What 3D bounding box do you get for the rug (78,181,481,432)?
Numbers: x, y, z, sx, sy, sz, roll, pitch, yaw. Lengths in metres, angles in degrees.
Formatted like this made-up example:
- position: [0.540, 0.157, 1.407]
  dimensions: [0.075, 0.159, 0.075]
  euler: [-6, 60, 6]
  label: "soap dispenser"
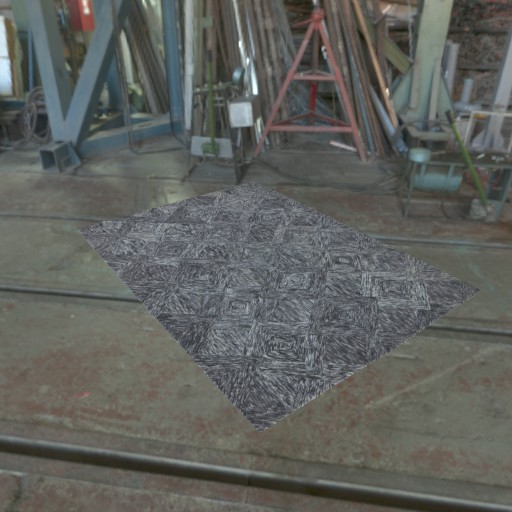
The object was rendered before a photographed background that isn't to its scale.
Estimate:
- position: [0.000, 0.000, 5.346]
  dimensions: [2.997, 0.020, 4.093]
  euler: [-21, 36, -31]
  label: "rug"
